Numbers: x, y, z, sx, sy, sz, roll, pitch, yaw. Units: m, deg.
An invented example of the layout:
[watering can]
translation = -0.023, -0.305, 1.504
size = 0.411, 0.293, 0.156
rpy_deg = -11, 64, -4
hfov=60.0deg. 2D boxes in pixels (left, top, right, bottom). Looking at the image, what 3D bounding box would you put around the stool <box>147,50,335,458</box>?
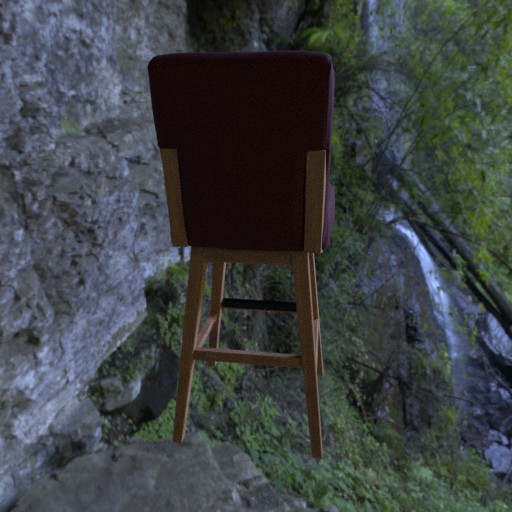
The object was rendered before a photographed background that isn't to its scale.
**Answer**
[stool]
translation = 0.000, 0.000, 1.363
size = 0.468, 1.093, 0.562
rpy_deg = 3, 18, 8
